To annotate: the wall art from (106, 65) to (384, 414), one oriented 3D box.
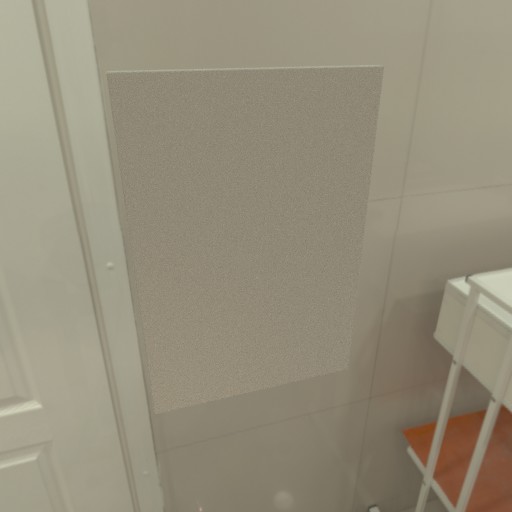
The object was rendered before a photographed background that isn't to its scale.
[{"bbox_3d":[0.000,0.000,1.512,0.808,1.183,0.038,-8,28,-16],"label":"wall art"}]
